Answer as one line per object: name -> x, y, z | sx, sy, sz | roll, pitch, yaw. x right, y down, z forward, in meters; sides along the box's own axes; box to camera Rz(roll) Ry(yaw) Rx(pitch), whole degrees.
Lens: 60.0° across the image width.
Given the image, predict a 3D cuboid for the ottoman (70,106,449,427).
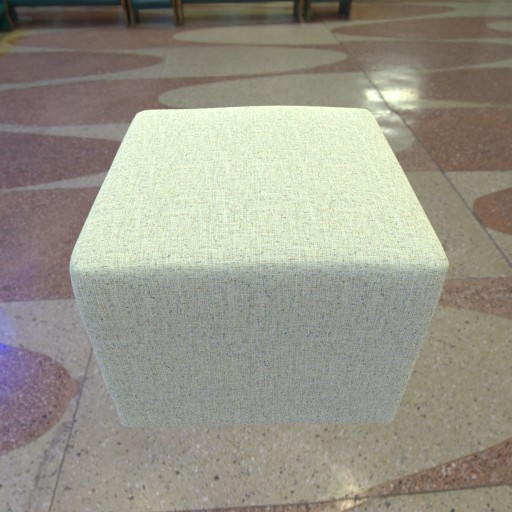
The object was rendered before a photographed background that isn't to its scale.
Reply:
ottoman -> 0.000, 0.000, 0.882 | 0.512, 0.453, 0.521 | -1, 41, -1
